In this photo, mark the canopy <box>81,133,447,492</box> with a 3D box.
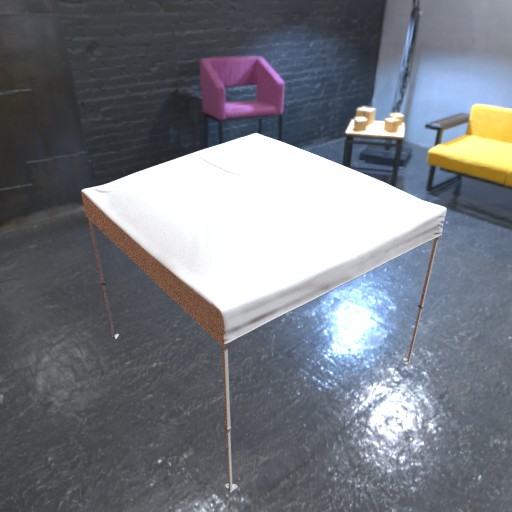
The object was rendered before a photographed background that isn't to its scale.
[{"bbox_3d":[0.000,0.000,5.423,2.996,2.997,2.998,-22,37,-32],"label":"canopy"}]
